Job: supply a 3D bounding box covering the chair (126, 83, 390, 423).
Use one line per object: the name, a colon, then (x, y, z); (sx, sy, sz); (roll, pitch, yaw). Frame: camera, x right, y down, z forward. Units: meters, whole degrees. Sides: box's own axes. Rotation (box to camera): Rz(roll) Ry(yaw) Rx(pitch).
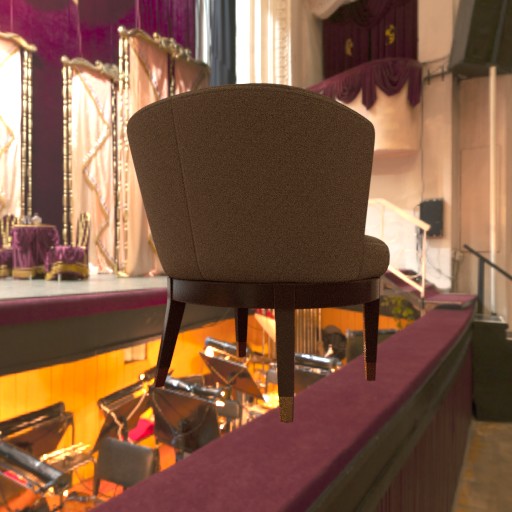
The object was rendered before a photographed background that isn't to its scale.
chair: (0.000, 0.000, 1.295); (0.700, 0.760, 0.660); (0, 1, 36)
